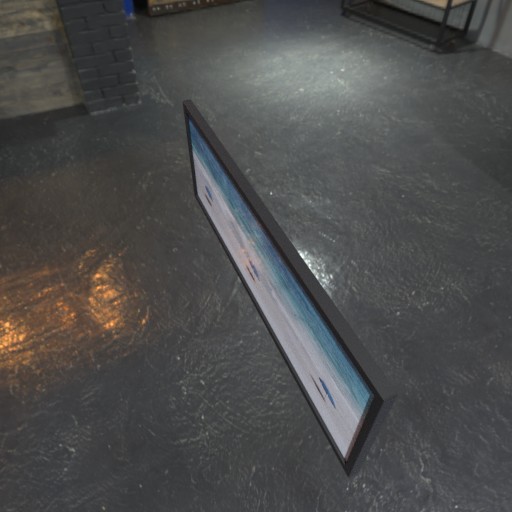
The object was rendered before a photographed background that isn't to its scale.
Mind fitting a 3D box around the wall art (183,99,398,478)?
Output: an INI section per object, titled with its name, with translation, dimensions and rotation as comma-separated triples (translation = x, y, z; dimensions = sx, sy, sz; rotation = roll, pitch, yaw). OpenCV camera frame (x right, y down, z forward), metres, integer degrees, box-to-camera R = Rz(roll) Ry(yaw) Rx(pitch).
[wall art]
translation = 0.000, 0.000, 1.734
dimensions = 0.041, 0.554, 1.572
rotation = -18, 49, -16
